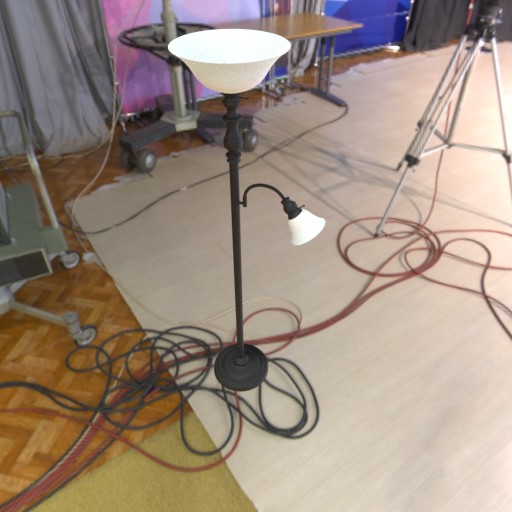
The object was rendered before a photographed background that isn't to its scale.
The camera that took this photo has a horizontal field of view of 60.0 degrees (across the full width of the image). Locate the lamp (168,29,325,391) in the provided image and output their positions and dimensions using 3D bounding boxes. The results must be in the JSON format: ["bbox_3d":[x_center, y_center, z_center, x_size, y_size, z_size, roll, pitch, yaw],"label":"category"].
[{"bbox_3d":[0.000,0.000,2.029,0.588,1.793,0.405,11,41,13],"label":"lamp"}]
